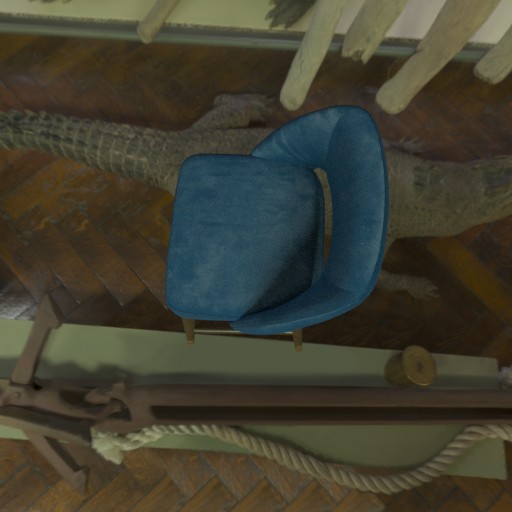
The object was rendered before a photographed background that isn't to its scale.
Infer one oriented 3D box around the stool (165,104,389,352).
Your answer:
[{"bbox_3d":[0.000,0.000,1.323,0.515,1.016,0.514,4,74,1],"label":"stool"}]
